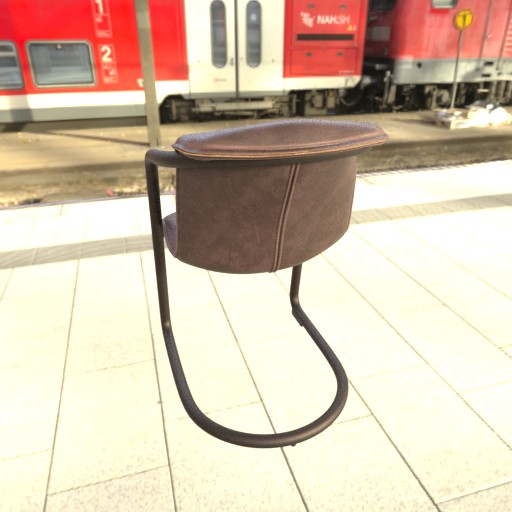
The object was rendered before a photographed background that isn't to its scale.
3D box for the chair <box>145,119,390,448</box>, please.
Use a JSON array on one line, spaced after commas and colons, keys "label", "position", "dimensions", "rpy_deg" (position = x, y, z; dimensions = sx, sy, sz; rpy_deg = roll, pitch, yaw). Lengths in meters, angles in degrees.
[{"label": "chair", "position": [0.000, 0.000, 1.273], "dimensions": [0.536, 0.836, 0.664], "rpy_deg": [-9, 28, -16]}]
